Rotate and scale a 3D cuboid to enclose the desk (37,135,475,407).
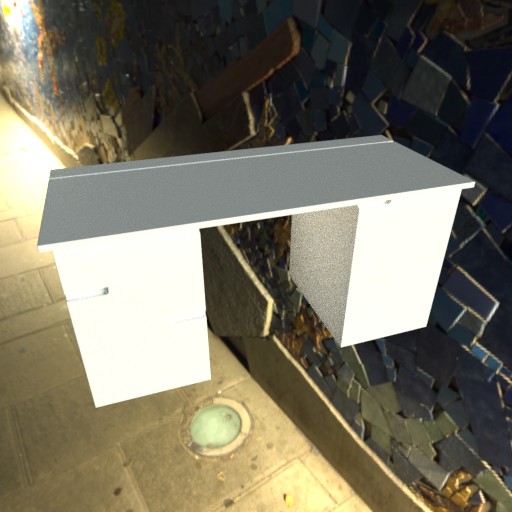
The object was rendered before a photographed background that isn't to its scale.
[{"bbox_3d":[0.000,0.000,1.983,1.580,0.760,0.670,-10,33,-16],"label":"desk"}]
